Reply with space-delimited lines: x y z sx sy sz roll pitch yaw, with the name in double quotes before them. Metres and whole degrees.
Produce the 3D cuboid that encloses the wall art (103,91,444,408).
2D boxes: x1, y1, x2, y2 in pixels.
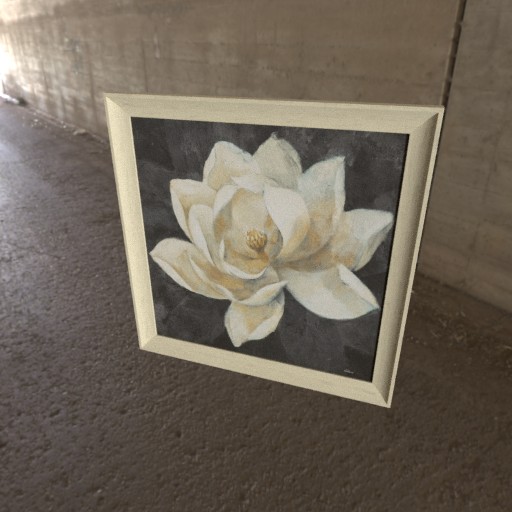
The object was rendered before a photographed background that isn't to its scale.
"wall art" 0.000 0.000 1.507 1.016 1.016 0.045 9 28 17
